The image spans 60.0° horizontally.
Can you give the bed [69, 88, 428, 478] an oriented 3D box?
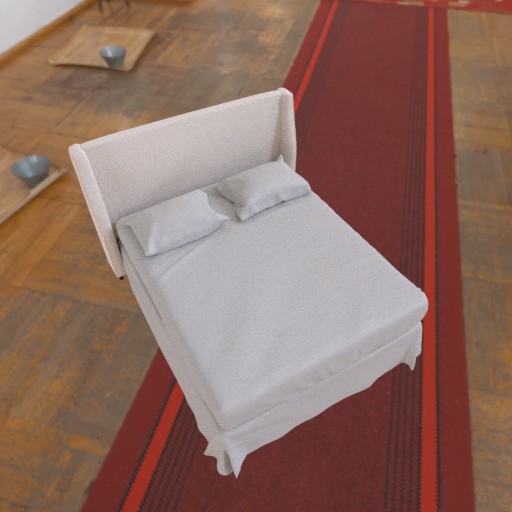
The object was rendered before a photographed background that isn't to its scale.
[{"bbox_3d":[0.000,0.000,3.381,1.925,1.332,2.276,-23,50,-20],"label":"bed"}]
